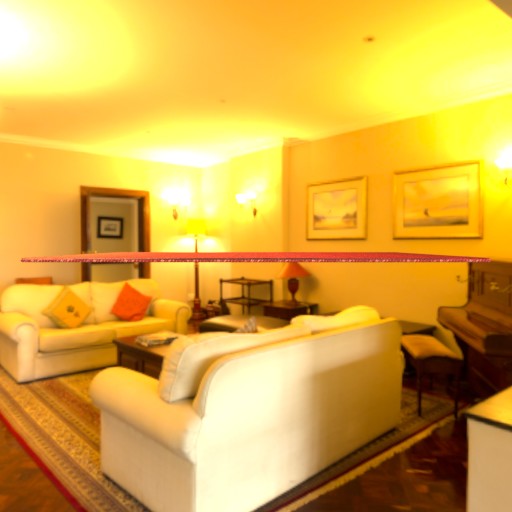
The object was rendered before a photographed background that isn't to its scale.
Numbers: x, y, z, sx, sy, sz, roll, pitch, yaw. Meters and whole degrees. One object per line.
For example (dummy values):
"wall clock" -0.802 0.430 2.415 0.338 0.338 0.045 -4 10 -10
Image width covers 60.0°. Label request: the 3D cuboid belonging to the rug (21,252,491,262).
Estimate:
"rug" 0.000 0.000 2.320 1.835 0.018 1.230 0 2 0
